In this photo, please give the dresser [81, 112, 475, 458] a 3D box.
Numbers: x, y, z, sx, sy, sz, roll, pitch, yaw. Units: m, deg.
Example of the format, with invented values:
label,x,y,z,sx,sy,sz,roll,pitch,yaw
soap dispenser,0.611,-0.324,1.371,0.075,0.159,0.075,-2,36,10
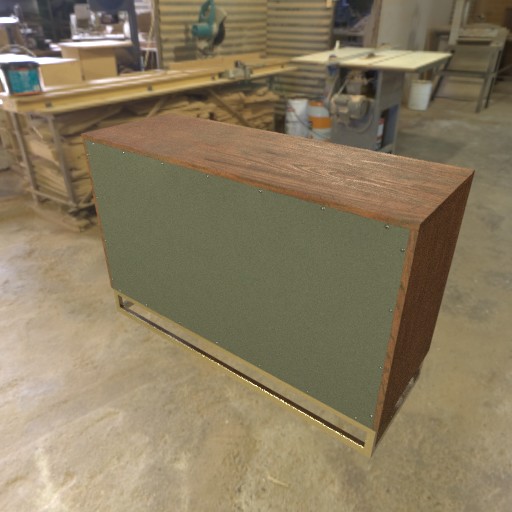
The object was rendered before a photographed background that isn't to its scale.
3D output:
label,x,y,z,sx,sy,sz,roll,pitch,yaw
dresser,0.000,0.000,2.170,1.646,1.061,0.623,21,36,32
